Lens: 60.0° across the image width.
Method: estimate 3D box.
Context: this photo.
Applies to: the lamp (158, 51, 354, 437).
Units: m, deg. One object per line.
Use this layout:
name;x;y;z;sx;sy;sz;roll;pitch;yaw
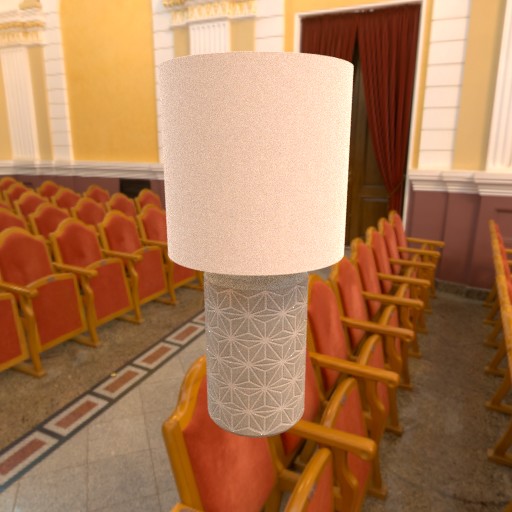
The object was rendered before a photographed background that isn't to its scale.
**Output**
lamp;0.000;0.000;0.531;0.206;0.416;0.206;7;16;25
